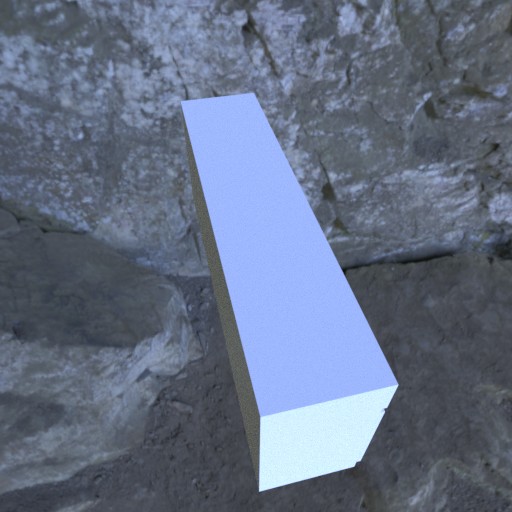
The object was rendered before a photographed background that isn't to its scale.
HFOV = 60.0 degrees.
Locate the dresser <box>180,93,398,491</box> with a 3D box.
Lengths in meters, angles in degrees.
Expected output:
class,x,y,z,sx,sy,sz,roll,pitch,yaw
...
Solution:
class,x,y,z,sx,sy,sz,roll,pitch,yaw
dresser,0.000,0.000,2.553,0.500,0.840,2.200,-10,48,-9
